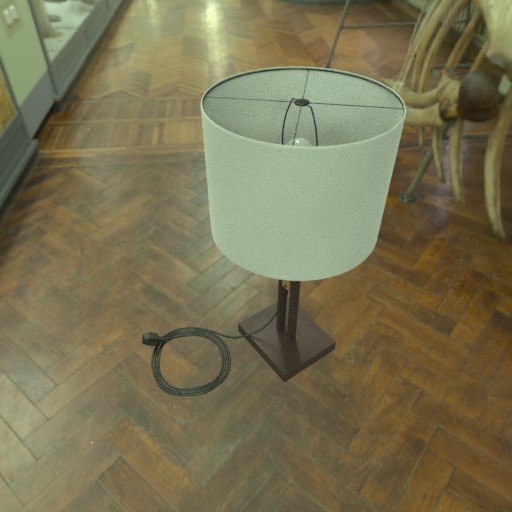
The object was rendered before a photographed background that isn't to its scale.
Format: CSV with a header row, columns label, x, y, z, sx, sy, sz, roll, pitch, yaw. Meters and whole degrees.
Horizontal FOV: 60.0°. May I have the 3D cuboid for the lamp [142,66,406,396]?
label,x,y,z,sx,sy,sz,roll,pitch,yaw
lamp,0.000,0.000,0.971,0.525,0.668,0.396,-25,47,-26
